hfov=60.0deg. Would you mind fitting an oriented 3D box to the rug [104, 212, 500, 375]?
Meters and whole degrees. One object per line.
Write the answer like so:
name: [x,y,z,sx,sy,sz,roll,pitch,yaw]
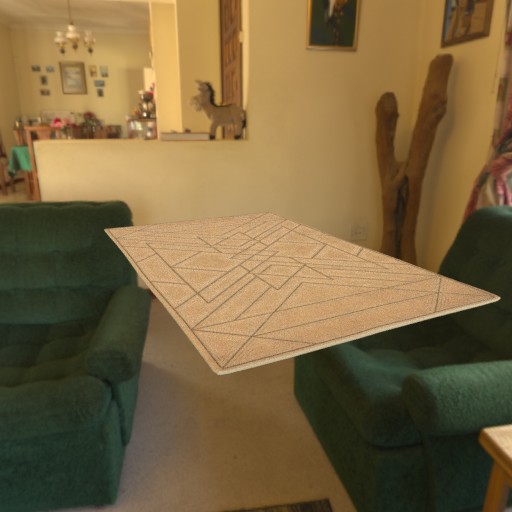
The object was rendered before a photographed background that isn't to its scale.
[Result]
rug: [0.000,0.000,2.970,1.575,0.023,2.459,-9,19,-26]
